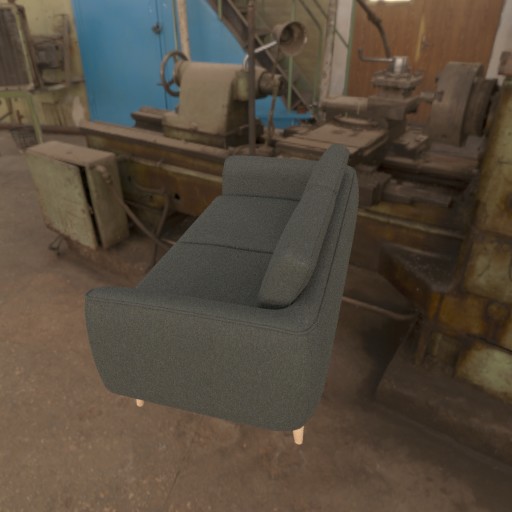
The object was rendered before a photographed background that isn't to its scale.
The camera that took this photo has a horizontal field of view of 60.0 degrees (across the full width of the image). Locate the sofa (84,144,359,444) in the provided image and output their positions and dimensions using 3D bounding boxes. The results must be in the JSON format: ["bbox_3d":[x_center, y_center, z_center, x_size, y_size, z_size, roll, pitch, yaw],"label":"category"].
[{"bbox_3d":[0.000,0.000,2.262,0.920,0.850,1.700,8,32,13],"label":"sofa"}]
